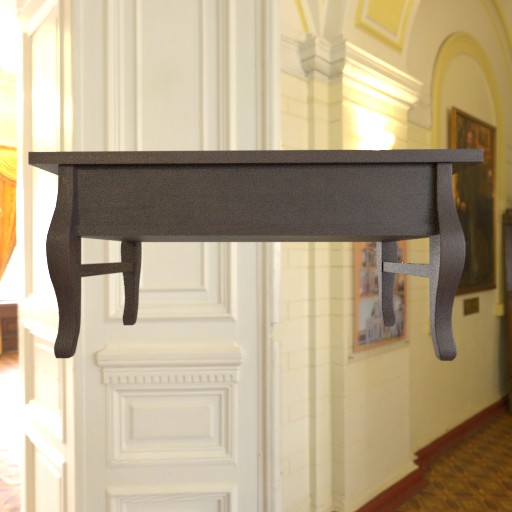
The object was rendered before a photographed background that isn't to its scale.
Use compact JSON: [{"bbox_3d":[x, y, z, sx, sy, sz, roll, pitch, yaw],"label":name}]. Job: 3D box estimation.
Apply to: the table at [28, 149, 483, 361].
[{"bbox_3d":[0.000,0.000,1.325,1.062,0.494,0.600,0,0,2],"label":"table"}]
